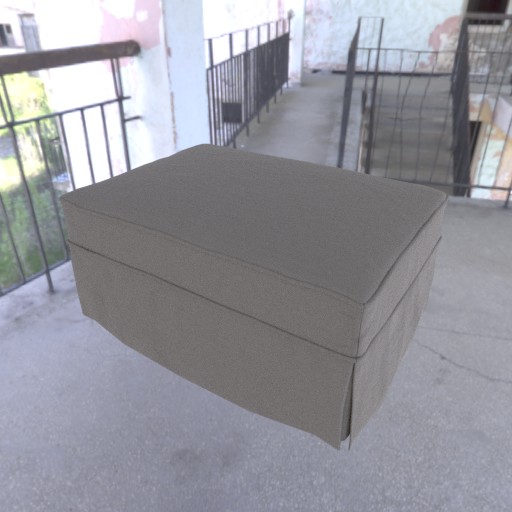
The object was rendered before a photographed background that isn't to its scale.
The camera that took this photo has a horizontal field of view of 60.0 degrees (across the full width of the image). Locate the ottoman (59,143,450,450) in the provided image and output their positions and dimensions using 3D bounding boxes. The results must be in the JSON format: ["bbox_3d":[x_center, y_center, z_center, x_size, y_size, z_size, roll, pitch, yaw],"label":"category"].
[{"bbox_3d":[0.000,0.000,1.322,0.944,0.479,0.703,18,35,29],"label":"ottoman"}]
